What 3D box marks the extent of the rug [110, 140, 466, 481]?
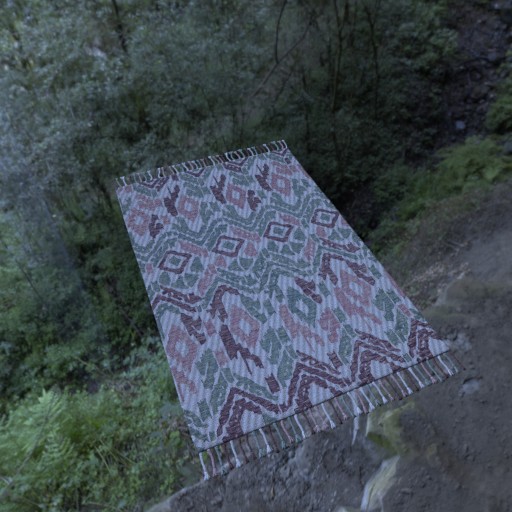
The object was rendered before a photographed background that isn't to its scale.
[{"bbox_3d":[0.000,0.000,2.963,1.524,0.011,2.438,-17,49,-15],"label":"rug"}]
